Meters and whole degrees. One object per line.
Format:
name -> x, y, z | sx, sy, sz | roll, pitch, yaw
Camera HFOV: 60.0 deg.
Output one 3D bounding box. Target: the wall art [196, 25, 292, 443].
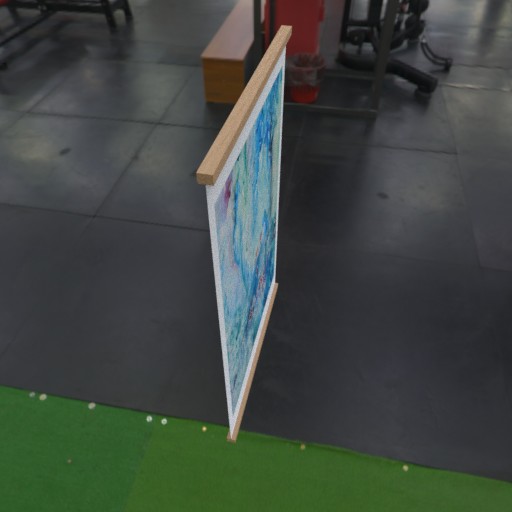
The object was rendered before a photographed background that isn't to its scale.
wall art -> 0.000, 0.000, 0.636 | 0.013, 0.510, 0.335 | 10, 46, 9
